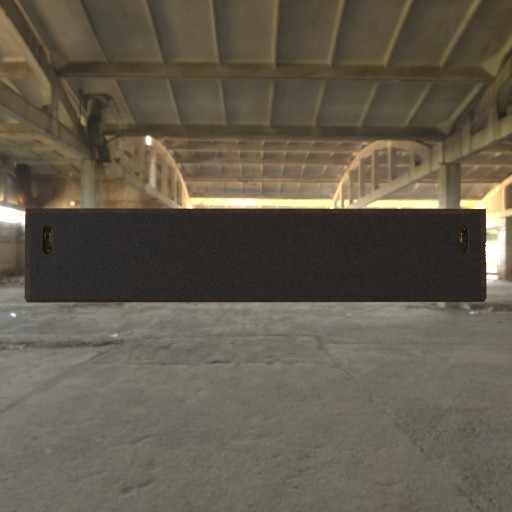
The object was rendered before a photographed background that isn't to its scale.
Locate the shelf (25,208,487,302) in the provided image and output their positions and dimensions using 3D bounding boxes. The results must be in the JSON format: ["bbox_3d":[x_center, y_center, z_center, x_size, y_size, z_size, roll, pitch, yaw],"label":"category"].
[{"bbox_3d":[0.000,0.000,0.685,0.610,0.125,0.200,0,0,0],"label":"shelf"}]
